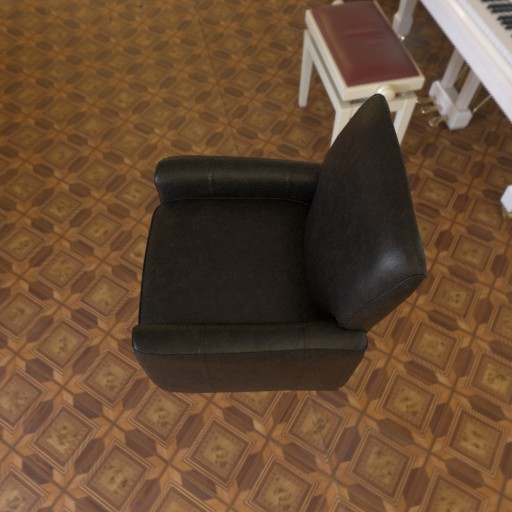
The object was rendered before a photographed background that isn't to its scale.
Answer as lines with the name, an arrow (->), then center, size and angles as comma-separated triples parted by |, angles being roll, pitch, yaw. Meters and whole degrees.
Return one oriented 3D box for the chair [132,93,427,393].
chair -> 0.000, 0.000, 1.655 | 0.864, 1.014, 0.848 | 0, 59, 0
